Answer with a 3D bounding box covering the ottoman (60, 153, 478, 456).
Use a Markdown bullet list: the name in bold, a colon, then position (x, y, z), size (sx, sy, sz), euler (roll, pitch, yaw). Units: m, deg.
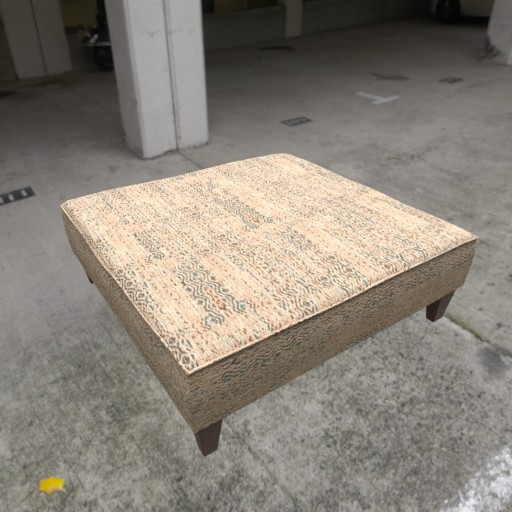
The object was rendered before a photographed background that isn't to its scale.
- **ottoman**: position (0.000, 0.000, 1.513), size (1.004, 0.356, 0.968), euler (-20, 37, -29)
